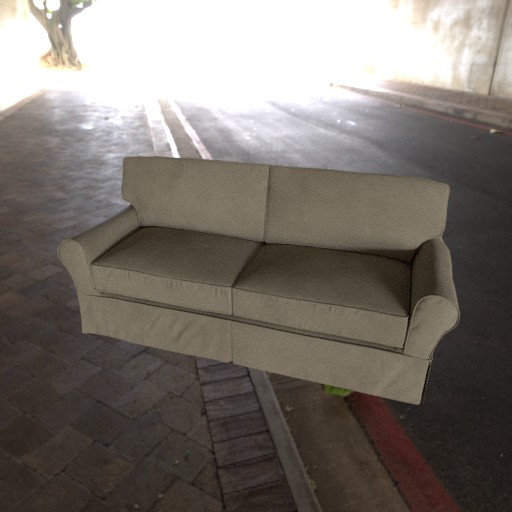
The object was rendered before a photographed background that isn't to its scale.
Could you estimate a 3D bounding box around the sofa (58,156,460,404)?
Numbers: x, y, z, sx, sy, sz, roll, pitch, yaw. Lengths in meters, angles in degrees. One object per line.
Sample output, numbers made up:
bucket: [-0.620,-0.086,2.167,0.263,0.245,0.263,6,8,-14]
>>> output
sofa: [0.000,0.000,2.719,2.246,1.014,0.900,8,27,16]
